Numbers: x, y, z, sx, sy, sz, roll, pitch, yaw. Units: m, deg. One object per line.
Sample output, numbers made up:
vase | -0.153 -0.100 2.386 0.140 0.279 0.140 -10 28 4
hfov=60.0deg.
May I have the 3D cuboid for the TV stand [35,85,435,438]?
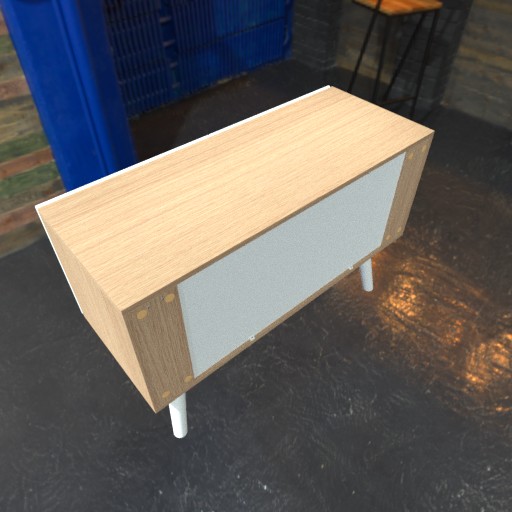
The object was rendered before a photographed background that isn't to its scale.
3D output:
TV stand | 0.000 0.000 1.368 0.991 0.660 0.407 -31 52 -28
